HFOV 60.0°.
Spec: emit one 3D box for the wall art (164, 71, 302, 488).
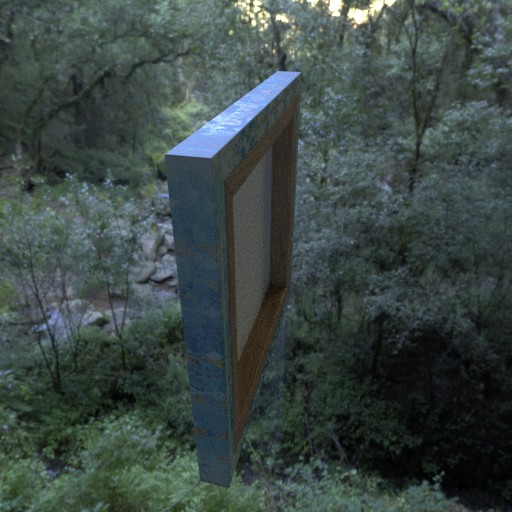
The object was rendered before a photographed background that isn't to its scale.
[{"bbox_3d":[0.000,0.000,0.596,0.037,0.405,0.405,7,32,12],"label":"wall art"}]
